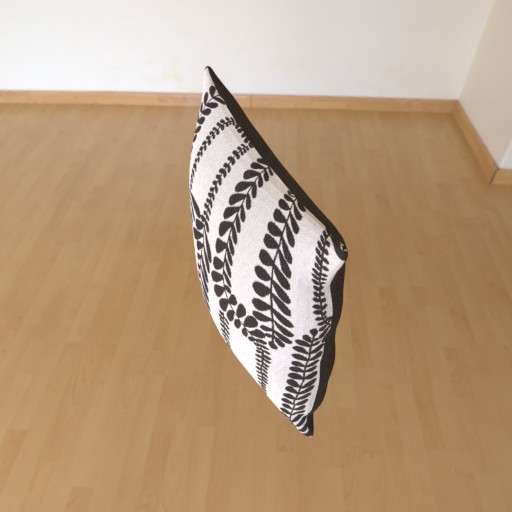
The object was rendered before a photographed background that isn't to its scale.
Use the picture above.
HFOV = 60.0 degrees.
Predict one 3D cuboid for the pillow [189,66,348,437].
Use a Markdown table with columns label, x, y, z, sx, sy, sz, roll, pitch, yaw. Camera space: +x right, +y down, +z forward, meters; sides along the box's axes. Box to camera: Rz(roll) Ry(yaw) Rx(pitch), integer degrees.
| label | x | y | z | sx | sy | sz | roll | pitch | yaw |
| --- | --- | --- | --- | --- | --- | --- | --- | --- | --- |
| pillow | 0.000 | 0.000 | 0.700 | 0.182 | 0.441 | 0.440 | -16 | 48 | -15 |
